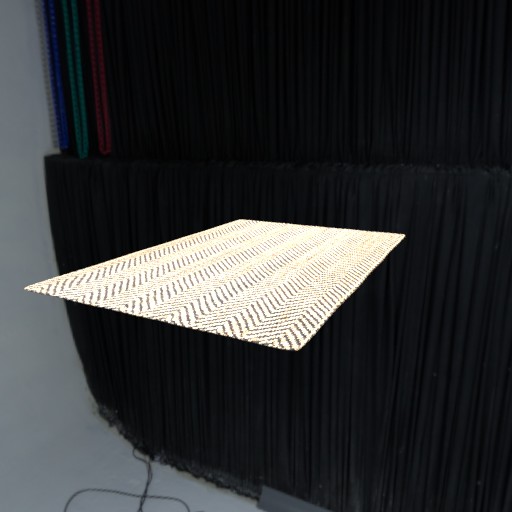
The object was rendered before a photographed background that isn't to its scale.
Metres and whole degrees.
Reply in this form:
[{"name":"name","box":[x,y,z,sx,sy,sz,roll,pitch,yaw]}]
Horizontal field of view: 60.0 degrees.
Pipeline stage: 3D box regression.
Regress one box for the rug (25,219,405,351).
[{"name":"rug","box":[0.000,0.000,2.328,1.219,0.008,1.828,8,16,27]}]
